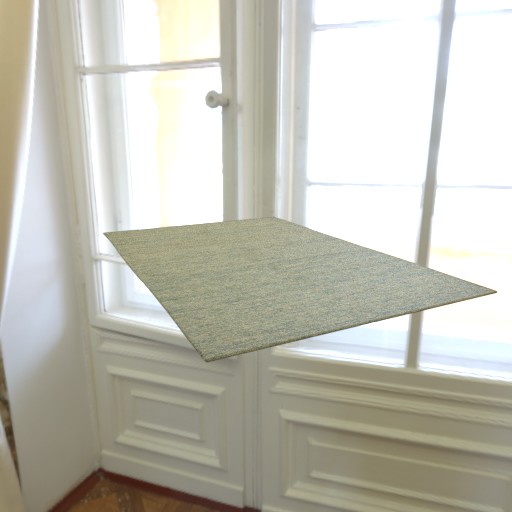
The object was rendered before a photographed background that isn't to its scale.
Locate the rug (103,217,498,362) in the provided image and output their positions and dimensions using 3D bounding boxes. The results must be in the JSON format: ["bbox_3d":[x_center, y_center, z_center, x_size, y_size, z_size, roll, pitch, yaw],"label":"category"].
[{"bbox_3d":[0.000,0.000,2.844,1.547,0.013,2.283,-8,17,-26],"label":"rug"}]
